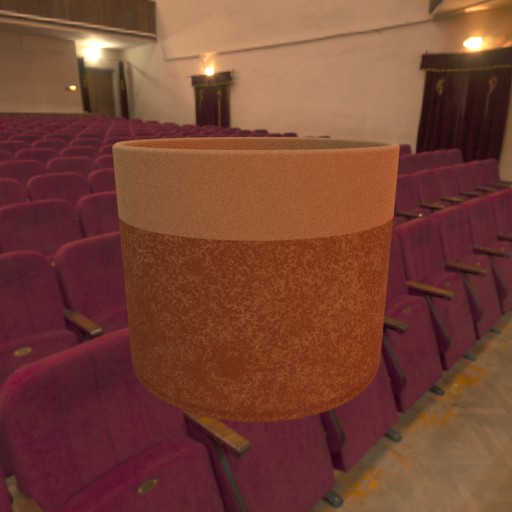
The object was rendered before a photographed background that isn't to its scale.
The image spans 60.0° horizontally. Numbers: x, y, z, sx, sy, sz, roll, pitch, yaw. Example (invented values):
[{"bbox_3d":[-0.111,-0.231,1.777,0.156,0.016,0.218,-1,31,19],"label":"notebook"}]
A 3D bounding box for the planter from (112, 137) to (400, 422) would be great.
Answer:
[{"bbox_3d":[0.000,0.000,0.276,0.159,0.138,0.159,0,17,0],"label":"planter"}]
